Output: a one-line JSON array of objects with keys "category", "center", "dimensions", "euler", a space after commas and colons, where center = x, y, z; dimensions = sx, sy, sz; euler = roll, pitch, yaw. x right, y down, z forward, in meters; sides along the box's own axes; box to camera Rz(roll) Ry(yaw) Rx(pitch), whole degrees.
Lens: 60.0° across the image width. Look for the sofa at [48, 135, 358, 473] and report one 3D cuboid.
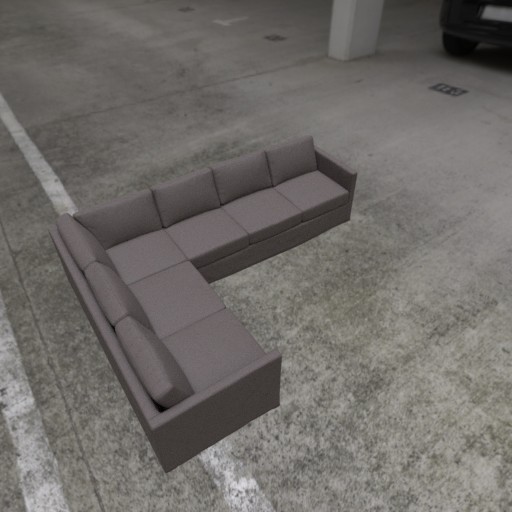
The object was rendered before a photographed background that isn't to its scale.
[{"category": "sofa", "center": [0.000, 0.000, 4.298], "dimensions": [3.182, 0.871, 2.432], "euler": [-24, 47, -25]}]
